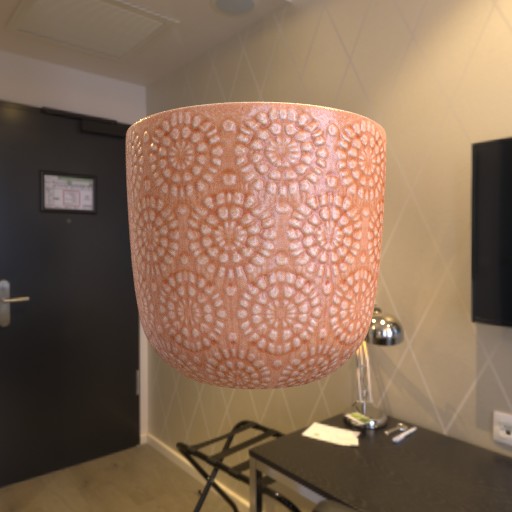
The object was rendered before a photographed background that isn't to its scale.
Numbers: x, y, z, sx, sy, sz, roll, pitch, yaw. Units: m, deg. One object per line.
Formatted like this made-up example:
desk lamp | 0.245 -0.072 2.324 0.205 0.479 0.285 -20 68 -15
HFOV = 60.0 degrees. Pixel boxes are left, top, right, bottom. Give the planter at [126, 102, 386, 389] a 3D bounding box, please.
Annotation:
planter | 0.000 0.000 0.370 0.208 0.190 0.208 0 1 0
